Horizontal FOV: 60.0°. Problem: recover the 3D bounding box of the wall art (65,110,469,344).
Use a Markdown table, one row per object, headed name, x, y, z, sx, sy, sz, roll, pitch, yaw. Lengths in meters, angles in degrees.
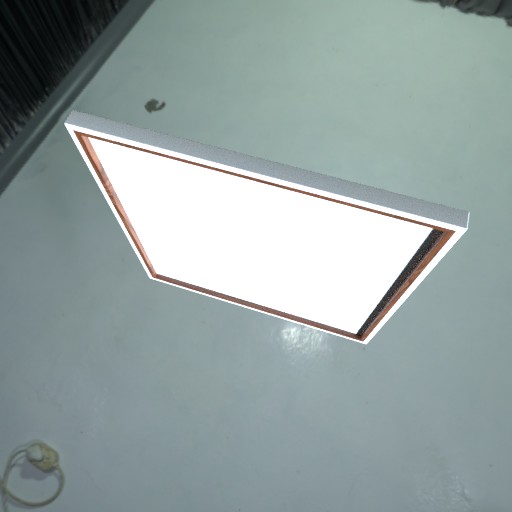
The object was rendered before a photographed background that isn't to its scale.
| name | x | y | z | sx | sy | sz | roll | pitch | yaw |
| --- | --- | --- | --- | --- | --- | --- | --- | --- | --- |
| wall art | 0.000 | 0.000 | 1.522 | 1.009 | 1.009 | 0.049 | 16 | 65 | 8 |
